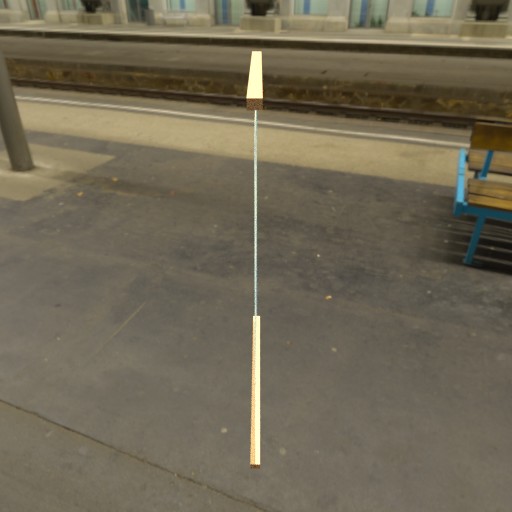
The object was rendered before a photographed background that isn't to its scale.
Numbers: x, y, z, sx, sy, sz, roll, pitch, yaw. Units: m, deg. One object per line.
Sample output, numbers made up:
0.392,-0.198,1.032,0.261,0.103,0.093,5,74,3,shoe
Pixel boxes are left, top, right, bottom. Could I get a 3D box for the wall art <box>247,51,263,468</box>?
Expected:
0.000,0.000,1.297,0.027,1.020,0.669,0,31,0,wall art
